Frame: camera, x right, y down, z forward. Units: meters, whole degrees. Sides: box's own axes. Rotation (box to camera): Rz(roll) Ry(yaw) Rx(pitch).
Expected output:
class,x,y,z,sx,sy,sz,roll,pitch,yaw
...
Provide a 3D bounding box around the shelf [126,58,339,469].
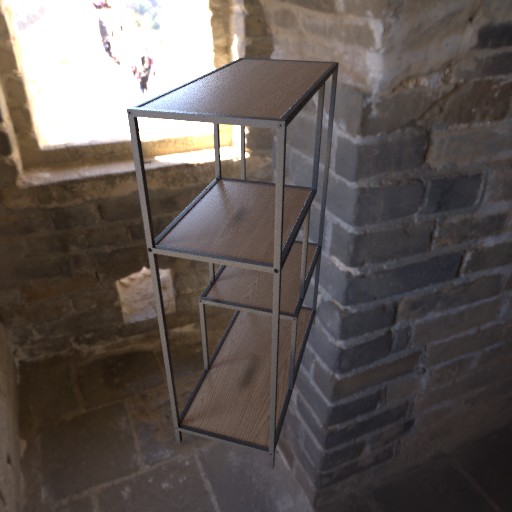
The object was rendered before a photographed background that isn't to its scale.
class,x,y,z,sx,sy,sz,roll,pitch,yaw
shelf,0.000,0.000,1.520,0.350,1.138,0.770,9,33,14
